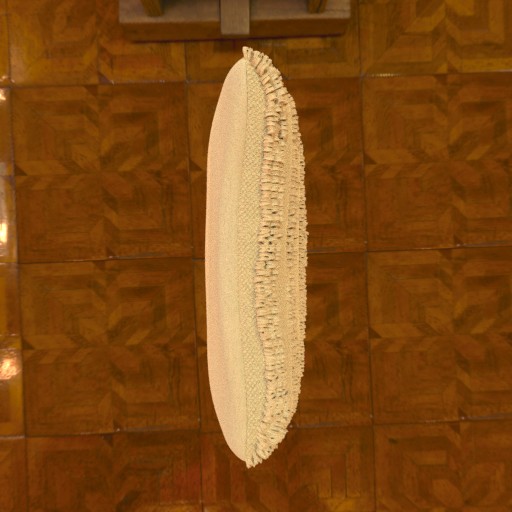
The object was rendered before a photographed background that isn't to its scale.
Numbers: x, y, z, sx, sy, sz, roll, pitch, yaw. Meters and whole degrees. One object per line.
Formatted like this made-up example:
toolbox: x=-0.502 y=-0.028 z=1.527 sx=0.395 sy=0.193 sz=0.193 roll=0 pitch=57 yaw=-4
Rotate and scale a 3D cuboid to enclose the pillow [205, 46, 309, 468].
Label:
pillow: x=0.000 y=0.000 z=0.654 sx=0.145 sy=0.427 sz=0.437 roll=0 pitch=91 yaw=-1
